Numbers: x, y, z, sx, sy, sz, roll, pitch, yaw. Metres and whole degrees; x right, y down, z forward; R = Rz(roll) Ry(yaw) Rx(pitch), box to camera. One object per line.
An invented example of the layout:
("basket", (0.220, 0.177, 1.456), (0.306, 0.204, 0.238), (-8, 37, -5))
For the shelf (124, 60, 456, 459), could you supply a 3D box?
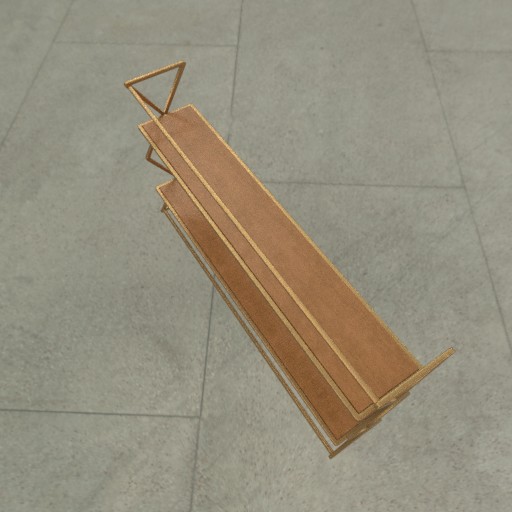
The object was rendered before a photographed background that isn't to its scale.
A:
("shelf", (0.000, 0.000, 0.986), (0.150, 0.450, 0.822), (-29, 62, -17))
